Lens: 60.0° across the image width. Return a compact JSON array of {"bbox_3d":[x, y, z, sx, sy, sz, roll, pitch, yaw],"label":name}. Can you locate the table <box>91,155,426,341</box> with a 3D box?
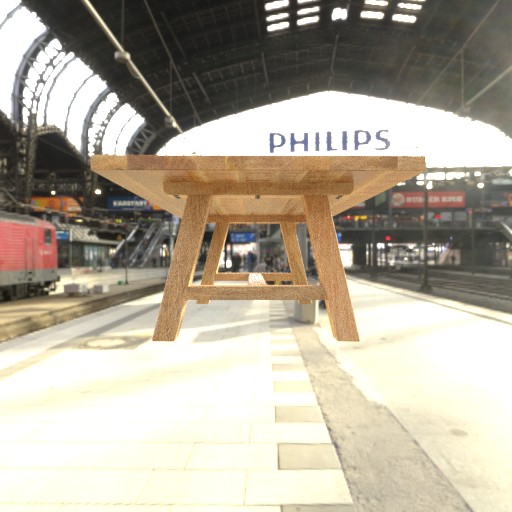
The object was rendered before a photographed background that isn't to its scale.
[{"bbox_3d":[0.000,0.000,1.663,0.760,0.455,1.320,0,0,-1],"label":"table"}]
